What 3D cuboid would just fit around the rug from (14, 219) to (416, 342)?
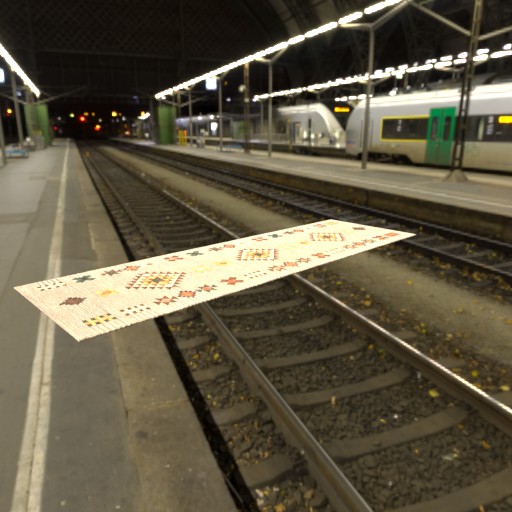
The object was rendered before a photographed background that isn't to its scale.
[{"bbox_3d":[0.000,0.000,2.634,2.432,0.008,0.766,-14,21,-41],"label":"rug"}]
